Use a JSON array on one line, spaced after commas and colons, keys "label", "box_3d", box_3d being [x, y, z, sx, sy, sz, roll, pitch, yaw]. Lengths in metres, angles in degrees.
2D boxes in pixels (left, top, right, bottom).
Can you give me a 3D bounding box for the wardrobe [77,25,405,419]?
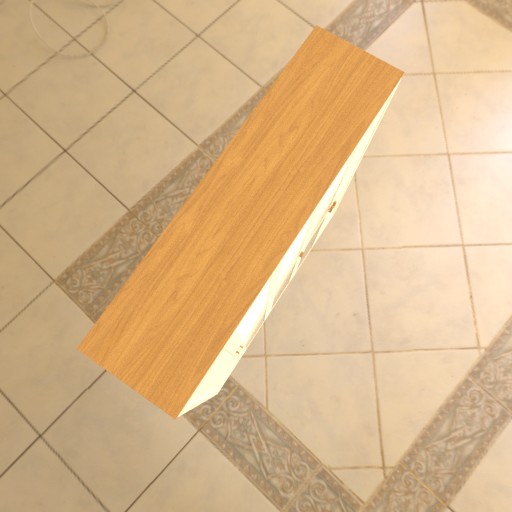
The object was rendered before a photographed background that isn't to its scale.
[{"label": "wardrobe", "box_3d": [0.000, 0.000, 3.350, 0.590, 2.260, 2.160, 32, 78, 8]}]
